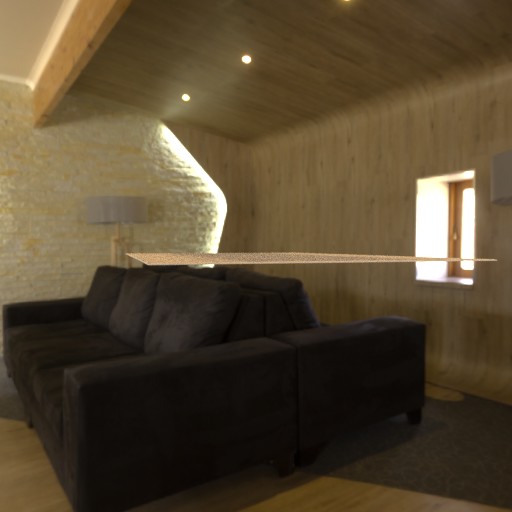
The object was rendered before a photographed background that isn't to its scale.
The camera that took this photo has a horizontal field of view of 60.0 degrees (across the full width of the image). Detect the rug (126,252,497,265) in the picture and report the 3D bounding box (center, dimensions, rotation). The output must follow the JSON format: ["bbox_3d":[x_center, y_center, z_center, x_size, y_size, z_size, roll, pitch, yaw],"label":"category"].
[{"bbox_3d":[0.000,0.000,2.264,1.219,0.005,1.828,0,1,-18],"label":"rug"}]
